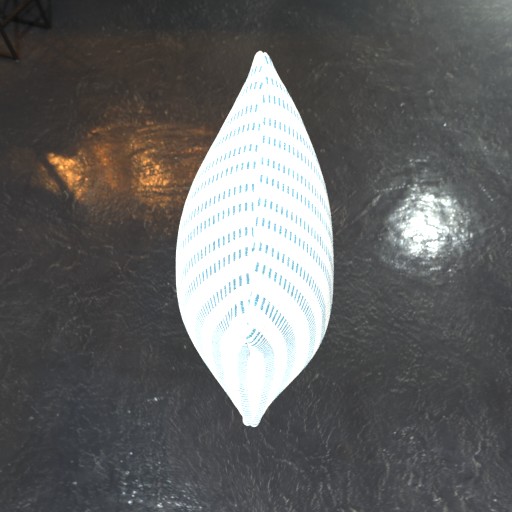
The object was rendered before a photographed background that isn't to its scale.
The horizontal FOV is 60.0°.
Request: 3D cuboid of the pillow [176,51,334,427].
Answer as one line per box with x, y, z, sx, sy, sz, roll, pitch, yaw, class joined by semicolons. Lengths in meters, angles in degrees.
0.000;0.000;0.695;0.247;0.419;0.438;2;59;1;pillow
